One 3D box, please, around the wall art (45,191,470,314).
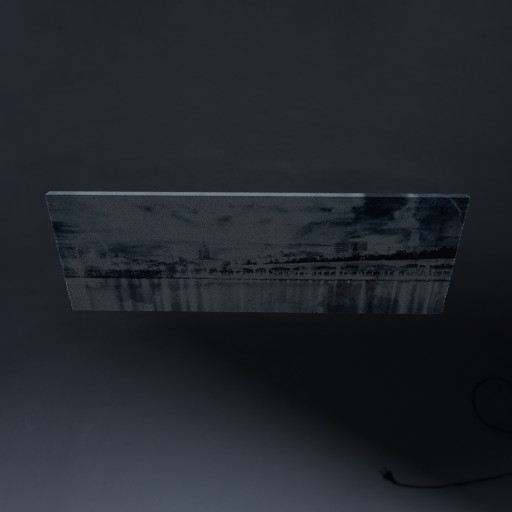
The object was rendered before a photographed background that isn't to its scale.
[{"bbox_3d":[0.000,0.000,1.726,1.524,0.509,0.037,1,29,1],"label":"wall art"}]
